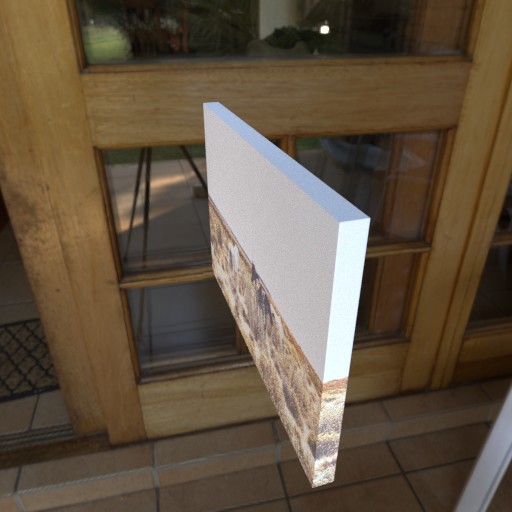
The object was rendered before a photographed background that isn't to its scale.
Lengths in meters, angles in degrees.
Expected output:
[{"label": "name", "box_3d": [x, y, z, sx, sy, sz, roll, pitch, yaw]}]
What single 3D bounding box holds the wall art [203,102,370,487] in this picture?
[{"label": "wall art", "box_3d": [0.000, 0.000, 1.157, 0.050, 0.610, 0.914, -9, 31, -16]}]
